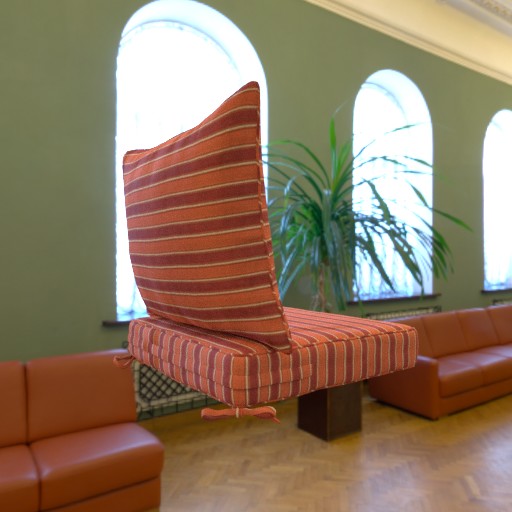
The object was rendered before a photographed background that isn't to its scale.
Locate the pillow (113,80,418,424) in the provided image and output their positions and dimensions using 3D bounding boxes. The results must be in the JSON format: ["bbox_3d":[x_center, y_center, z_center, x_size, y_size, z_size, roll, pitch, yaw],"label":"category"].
[{"bbox_3d":[0.000,0.000,1.384,0.733,0.723,0.799,0,0,-36],"label":"pillow"}]
